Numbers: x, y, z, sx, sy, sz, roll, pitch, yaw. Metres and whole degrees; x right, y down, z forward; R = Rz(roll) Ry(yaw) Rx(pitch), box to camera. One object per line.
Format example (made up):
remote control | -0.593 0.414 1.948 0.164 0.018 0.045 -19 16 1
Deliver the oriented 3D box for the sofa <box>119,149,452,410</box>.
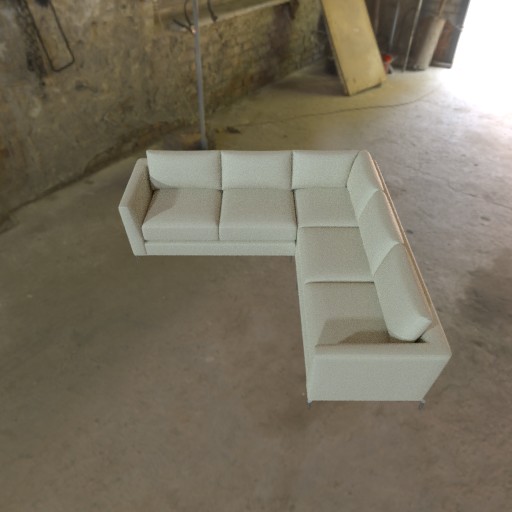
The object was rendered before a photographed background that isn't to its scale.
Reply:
sofa | 0.000 0.000 3.779 2.430 0.867 2.448 0 41 0
